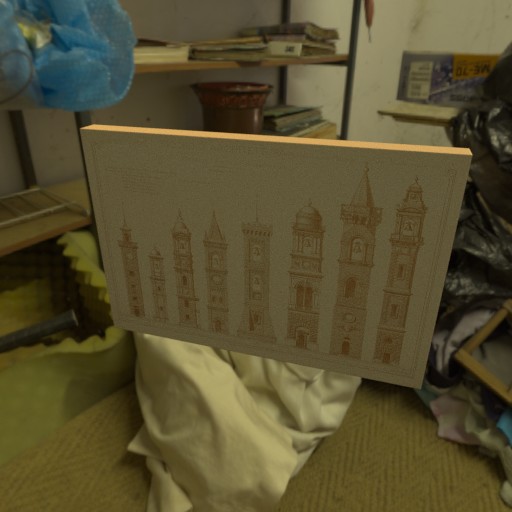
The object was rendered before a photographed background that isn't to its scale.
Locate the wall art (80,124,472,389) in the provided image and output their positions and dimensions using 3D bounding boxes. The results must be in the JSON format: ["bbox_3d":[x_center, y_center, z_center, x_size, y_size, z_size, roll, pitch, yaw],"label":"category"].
[{"bbox_3d":[0.000,0.000,0.773,0.609,0.407,0.039,8,28,15],"label":"wall art"}]
